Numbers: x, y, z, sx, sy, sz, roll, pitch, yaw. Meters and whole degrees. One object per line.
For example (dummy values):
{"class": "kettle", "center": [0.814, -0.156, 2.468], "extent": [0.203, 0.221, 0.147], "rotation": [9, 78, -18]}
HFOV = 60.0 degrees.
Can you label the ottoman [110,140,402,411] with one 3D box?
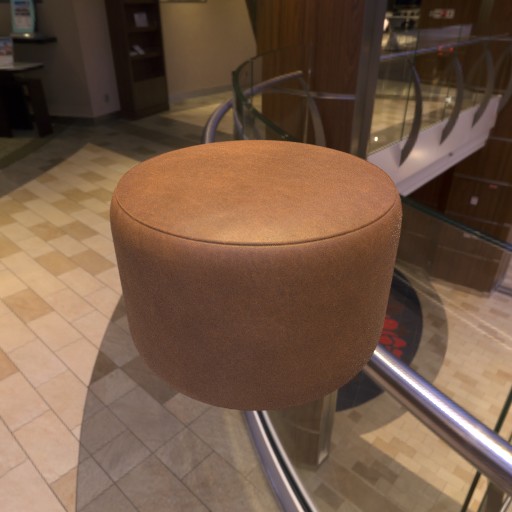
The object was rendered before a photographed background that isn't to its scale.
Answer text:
{"class": "ottoman", "center": [0.000, 0.000, 1.022], "extent": [0.607, 0.438, 0.607], "rotation": [0, 30, 0]}
